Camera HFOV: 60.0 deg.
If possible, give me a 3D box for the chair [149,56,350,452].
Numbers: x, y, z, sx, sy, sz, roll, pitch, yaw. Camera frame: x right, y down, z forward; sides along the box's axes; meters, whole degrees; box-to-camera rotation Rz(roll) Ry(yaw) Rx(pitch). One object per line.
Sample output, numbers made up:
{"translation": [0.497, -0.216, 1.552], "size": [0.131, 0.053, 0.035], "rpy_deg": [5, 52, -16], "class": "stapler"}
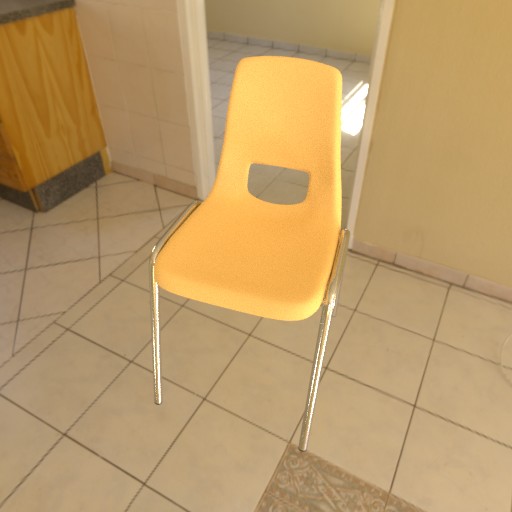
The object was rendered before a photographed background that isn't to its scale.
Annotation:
{"translation": [0.000, 0.000, 0.959], "size": [0.381, 0.704, 0.436], "rpy_deg": [12, 42, 14], "class": "chair"}
